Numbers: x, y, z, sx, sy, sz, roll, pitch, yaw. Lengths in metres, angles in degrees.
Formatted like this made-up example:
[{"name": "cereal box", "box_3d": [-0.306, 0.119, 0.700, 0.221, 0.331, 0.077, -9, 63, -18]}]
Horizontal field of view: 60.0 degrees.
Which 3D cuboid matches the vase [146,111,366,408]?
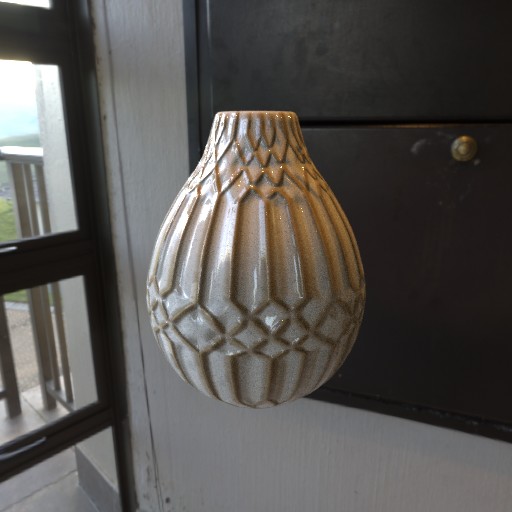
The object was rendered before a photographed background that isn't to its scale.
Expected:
[{"name": "vase", "box_3d": [0.000, 0.000, 0.324, 0.159, 0.200, 0.159, 0, 16, 0]}]
